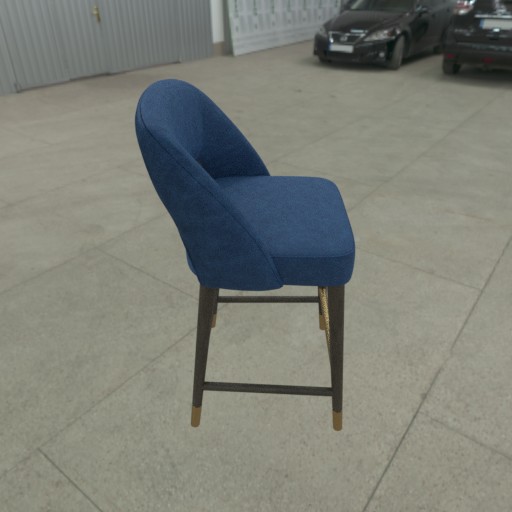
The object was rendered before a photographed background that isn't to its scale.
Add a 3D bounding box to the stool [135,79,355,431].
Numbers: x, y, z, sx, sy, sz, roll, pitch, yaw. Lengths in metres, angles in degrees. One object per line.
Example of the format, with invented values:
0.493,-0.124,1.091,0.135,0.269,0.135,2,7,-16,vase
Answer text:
0.000,0.000,1.264,0.524,0.925,0.536,1,32,1,stool
